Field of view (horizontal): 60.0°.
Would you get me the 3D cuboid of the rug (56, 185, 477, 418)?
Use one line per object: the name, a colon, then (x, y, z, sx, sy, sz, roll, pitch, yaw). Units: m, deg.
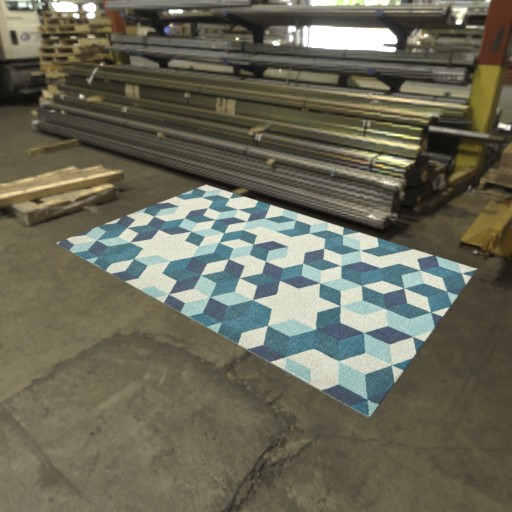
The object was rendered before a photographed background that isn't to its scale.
rug: (0.000, 0.000, 3.005, 2.438, 0.015, 1.518, 22, 36, 33)
